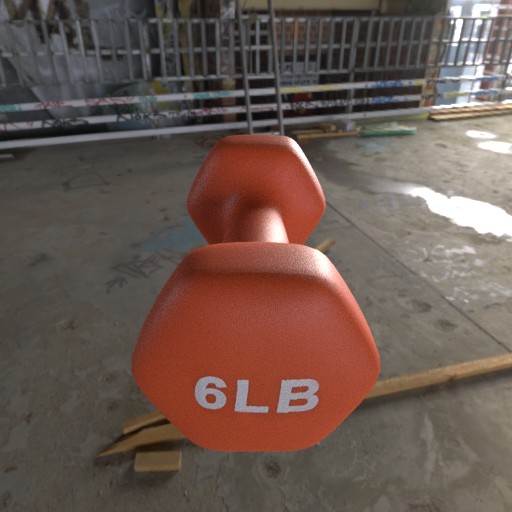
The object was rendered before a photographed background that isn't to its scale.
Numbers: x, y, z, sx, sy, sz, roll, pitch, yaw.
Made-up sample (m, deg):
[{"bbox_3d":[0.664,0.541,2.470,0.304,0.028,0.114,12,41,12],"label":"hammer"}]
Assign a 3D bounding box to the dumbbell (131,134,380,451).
[{"bbox_3d":[0.000,0.000,0.197,0.079,0.071,0.162,0,30,1],"label":"dumbbell"}]
